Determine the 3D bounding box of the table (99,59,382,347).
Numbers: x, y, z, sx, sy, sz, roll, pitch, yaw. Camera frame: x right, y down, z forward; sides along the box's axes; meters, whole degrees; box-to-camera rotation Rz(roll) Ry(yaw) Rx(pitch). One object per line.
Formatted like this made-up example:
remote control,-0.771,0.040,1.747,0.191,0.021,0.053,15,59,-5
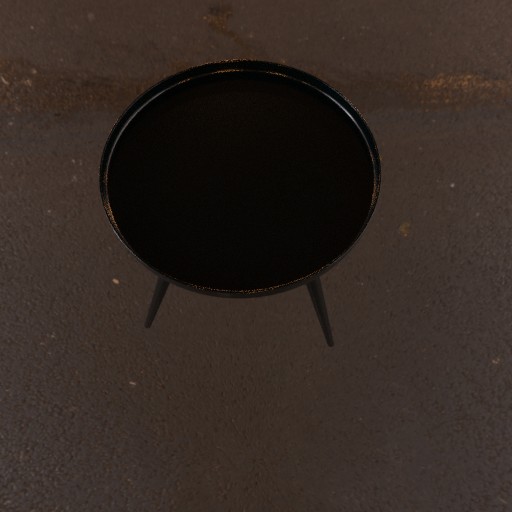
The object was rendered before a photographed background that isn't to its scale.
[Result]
table,0.000,0.000,0.826,0.415,0.548,0.403,33,69,14
